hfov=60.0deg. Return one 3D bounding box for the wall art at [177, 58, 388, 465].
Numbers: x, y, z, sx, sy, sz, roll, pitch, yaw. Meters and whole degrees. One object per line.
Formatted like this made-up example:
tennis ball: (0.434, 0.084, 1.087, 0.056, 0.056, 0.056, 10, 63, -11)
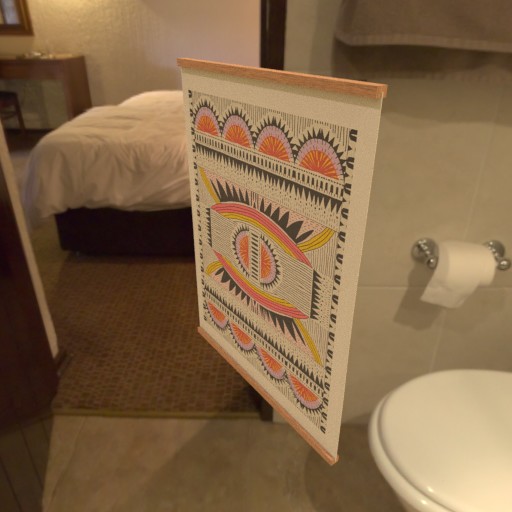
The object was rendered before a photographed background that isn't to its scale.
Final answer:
wall art: (0.000, 0.000, 1.296, 0.028, 1.016, 0.765, -19, 34, -31)
